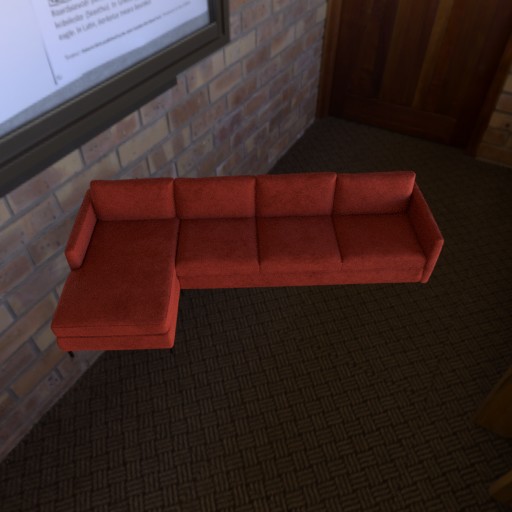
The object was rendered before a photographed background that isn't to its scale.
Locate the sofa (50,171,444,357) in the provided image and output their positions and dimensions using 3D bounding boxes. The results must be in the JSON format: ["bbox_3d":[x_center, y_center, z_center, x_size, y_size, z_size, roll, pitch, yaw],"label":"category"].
[{"bbox_3d":[0.000,0.000,2.995,2.467,0.663,1.136,-2,46,-2],"label":"sofa"}]
